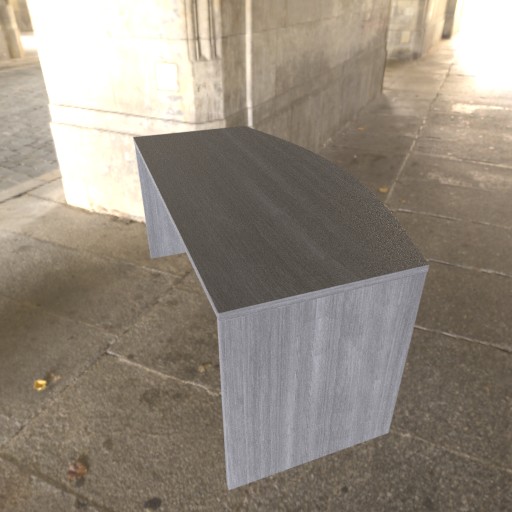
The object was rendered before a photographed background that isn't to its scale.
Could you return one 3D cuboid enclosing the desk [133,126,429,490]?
[{"bbox_3d":[0.000,0.000,2.044,0.802,0.750,1.600,-11,33,-18],"label":"desk"}]
